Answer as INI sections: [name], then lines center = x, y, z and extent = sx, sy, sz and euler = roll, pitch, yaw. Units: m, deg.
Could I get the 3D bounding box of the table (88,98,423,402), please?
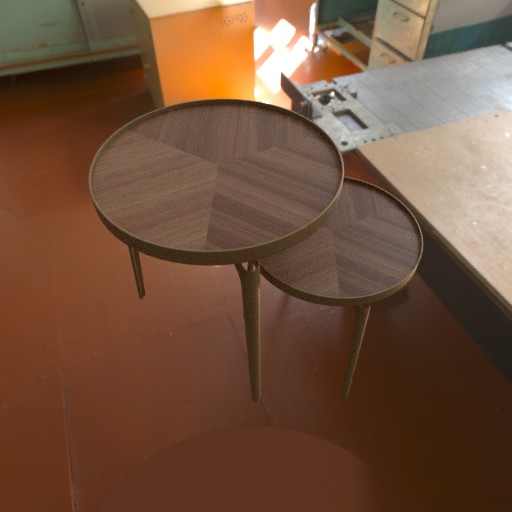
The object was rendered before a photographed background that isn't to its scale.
[table]
center = 0.000, 0.000, 1.129
extent = 0.751, 0.555, 0.532
euler = 10, 48, 9
